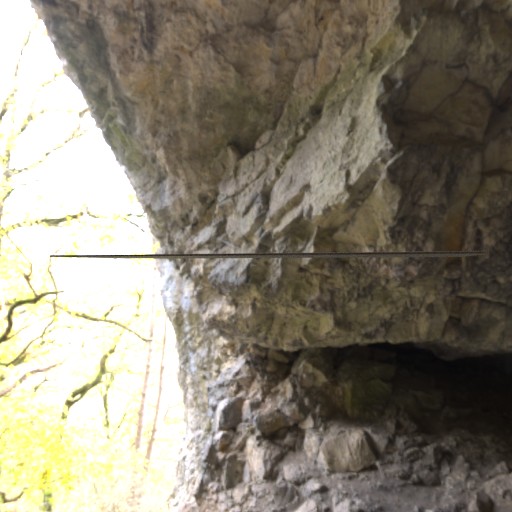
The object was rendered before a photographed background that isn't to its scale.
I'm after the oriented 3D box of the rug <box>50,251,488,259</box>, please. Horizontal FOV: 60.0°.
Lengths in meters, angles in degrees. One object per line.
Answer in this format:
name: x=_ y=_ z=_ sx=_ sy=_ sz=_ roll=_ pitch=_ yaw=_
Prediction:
rug: x=0.000 y=0.000 z=2.743 sx=2.452 sy=0.012 sz=0.775 roll=0 pitch=-1 yaw=18
